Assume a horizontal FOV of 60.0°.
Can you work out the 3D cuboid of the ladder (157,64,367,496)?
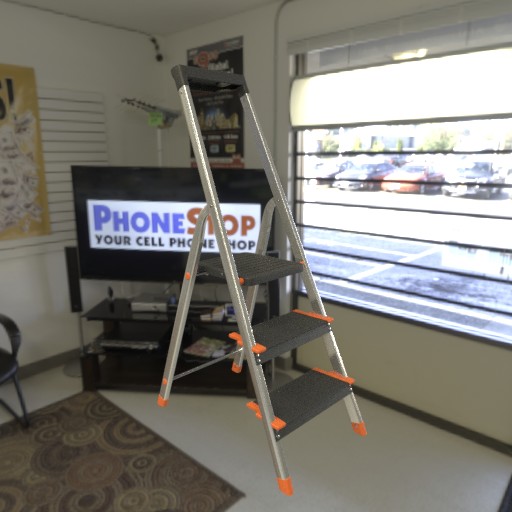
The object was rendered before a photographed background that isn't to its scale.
[{"bbox_3d":[0.000,0.000,1.502,0.416,1.229,0.686,-12,18,-43],"label":"ladder"}]
